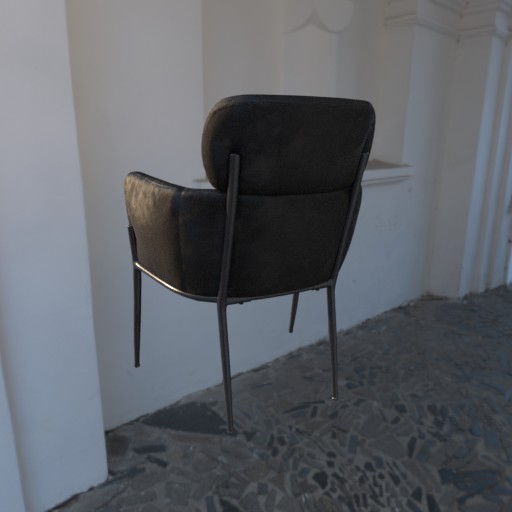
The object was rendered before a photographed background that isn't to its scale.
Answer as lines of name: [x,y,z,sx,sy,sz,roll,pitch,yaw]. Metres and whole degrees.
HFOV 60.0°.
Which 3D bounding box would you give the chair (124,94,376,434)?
chair: [0.000,0.000,1.271,0.640,0.818,0.604,-7,16,-27]
